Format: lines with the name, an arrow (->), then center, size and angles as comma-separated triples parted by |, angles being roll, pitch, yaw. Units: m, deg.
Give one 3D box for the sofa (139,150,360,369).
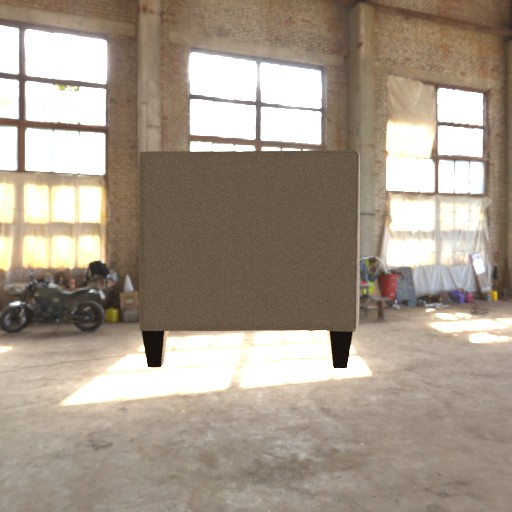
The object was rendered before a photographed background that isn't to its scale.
sofa -> 0.000, 0.000, 2.606 | 0.775, 0.762, 2.159 | 0, 1, 1
